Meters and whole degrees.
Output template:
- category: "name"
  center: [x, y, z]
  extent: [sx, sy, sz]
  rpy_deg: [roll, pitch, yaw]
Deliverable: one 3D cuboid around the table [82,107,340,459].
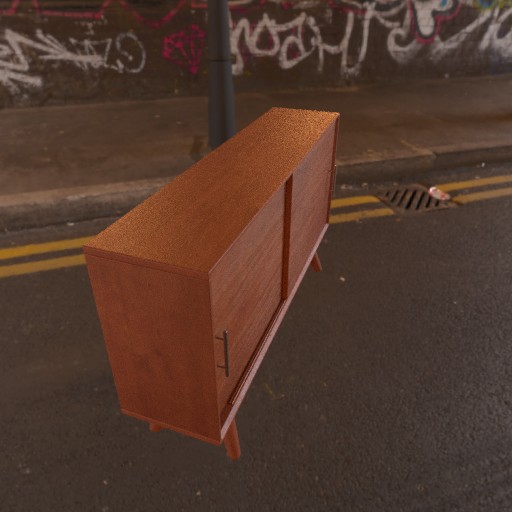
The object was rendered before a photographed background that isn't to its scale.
- category: "table"
  center: [0.000, 0.000, 1.516]
  extent: [0.308, 0.698, 1.220]
  rpy_deg: [11, 34, 17]
